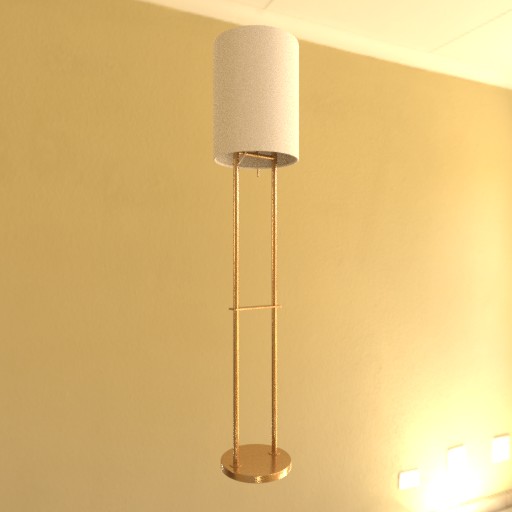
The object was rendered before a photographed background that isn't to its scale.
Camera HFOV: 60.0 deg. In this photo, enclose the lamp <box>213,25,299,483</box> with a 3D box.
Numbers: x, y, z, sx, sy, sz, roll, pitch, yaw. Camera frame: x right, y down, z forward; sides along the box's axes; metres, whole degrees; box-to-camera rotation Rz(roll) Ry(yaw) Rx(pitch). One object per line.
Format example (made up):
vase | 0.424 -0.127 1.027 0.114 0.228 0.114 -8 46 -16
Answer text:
lamp | 0.000 0.000 1.588 0.306 1.500 0.305 0 0 -35
